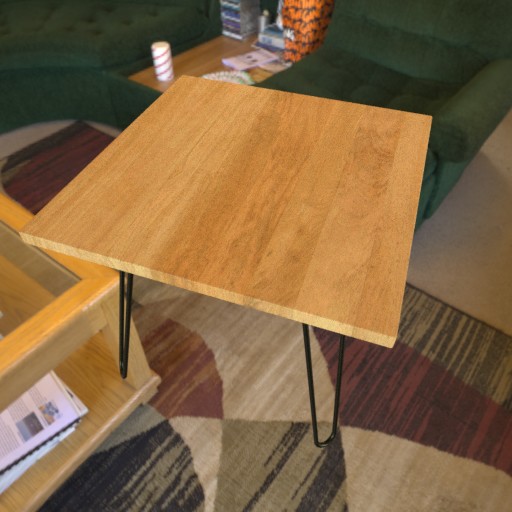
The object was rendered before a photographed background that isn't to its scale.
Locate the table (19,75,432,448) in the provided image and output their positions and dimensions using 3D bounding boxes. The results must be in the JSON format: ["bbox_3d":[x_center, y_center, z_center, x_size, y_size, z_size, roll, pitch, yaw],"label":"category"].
[{"bbox_3d":[0.000,0.000,1.017,0.599,0.500,0.599,15,48,13],"label":"table"}]
